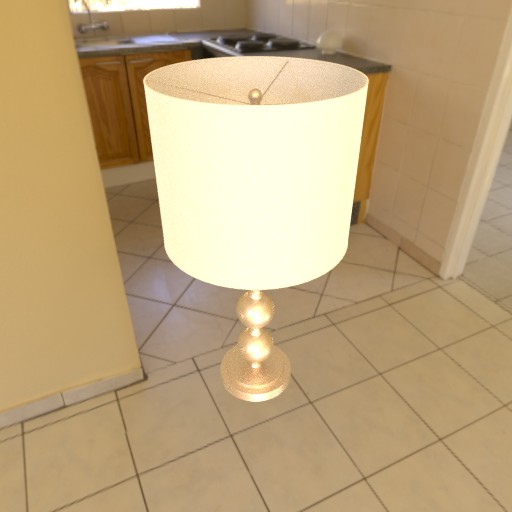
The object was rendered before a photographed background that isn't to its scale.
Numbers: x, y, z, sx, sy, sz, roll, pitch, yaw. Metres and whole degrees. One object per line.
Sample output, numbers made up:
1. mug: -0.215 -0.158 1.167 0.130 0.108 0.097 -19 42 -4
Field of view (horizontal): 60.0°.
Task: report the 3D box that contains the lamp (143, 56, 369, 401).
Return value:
1. lamp: 0.000 0.000 0.700 0.277 0.538 0.277 -22 39 -29
